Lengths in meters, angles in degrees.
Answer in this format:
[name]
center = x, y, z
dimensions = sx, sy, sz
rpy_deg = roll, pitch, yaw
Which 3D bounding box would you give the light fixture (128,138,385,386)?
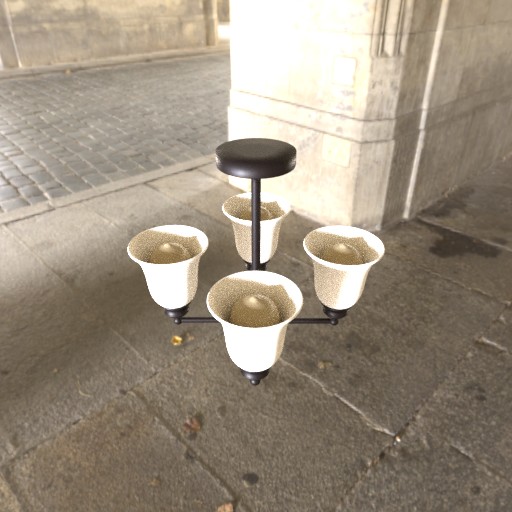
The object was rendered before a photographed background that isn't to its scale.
[light fixture]
center = 0.000, 0.000, 1.889
dimensions = 1.069, 0.925, 1.069
rpy_deg = 0, 32, 0
